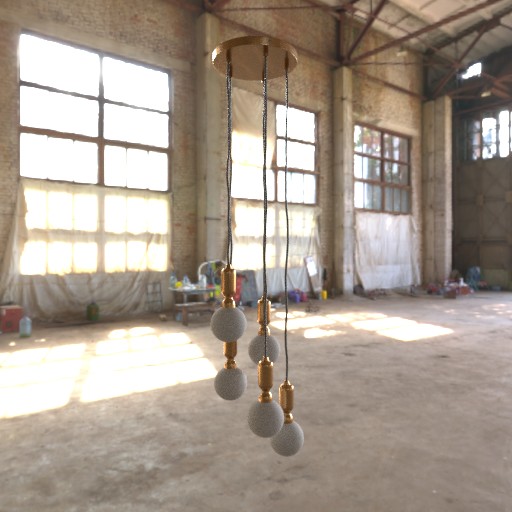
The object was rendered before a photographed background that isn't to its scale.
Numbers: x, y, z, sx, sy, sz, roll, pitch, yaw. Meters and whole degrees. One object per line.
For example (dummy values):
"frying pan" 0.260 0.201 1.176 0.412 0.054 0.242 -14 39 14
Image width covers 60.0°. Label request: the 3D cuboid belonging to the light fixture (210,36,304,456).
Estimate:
"light fixture" 0.000 0.000 0.505 0.108 0.457 0.105 0 0 -18
